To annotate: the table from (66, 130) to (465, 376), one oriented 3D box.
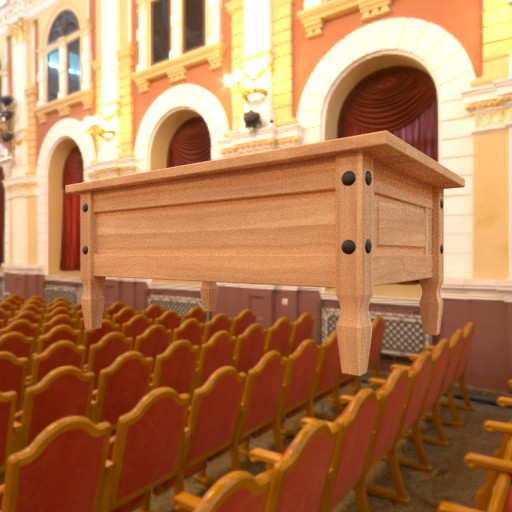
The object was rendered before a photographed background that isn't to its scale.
[{"bbox_3d":[0.000,0.000,1.289,1.000,0.437,0.600,0,0,37],"label":"table"}]
